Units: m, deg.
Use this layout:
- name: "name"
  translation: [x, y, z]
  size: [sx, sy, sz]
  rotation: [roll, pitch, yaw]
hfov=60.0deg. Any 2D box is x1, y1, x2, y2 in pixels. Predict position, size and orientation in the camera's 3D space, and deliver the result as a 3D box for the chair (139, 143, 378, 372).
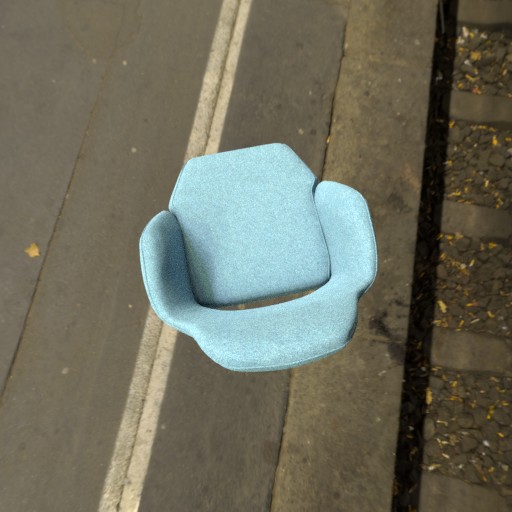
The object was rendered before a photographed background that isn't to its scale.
- name: "chair"
  translation: [0.000, 0.000, 1.326]
  size: [0.589, 0.920, 0.666]
  rotation: [-11, 76, -3]
